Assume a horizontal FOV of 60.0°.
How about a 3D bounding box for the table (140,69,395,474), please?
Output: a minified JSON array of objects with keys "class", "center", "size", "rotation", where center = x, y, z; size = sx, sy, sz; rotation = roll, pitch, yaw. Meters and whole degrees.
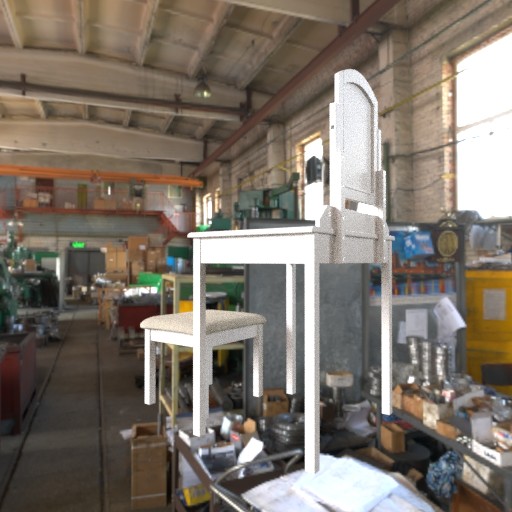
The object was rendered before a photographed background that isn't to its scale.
[{"class":"table","center":[0.000,0.000,2.321],"size":[1.211,1.631,0.876],"rotation":[0,-1,37]}]
